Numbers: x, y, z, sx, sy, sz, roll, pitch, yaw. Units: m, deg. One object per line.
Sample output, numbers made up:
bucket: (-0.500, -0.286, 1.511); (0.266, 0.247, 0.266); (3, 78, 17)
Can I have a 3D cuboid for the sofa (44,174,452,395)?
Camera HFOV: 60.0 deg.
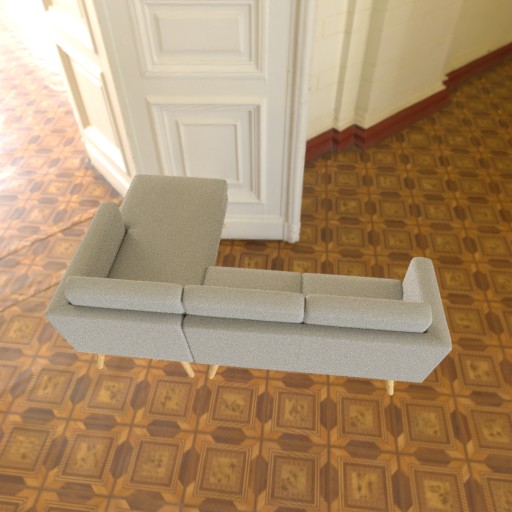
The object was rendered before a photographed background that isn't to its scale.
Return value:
sofa: (0.000, 0.000, 2.874); (2.040, 0.860, 1.530); (4, 47, 4)
